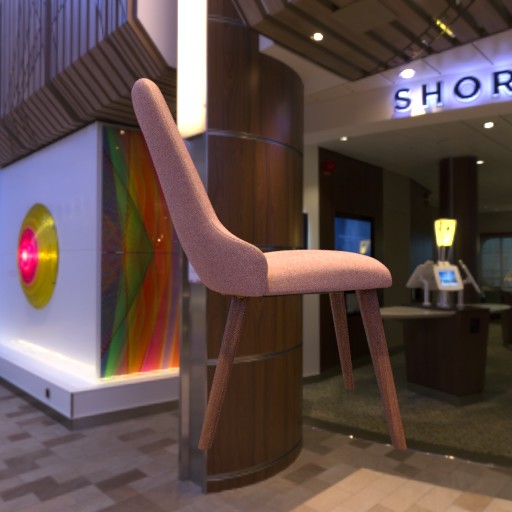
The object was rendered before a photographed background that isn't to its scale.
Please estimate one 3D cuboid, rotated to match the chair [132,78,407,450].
[{"bbox_3d":[0.000,0.000,1.296,0.707,0.918,0.535,0,-1,-1],"label":"chair"}]
